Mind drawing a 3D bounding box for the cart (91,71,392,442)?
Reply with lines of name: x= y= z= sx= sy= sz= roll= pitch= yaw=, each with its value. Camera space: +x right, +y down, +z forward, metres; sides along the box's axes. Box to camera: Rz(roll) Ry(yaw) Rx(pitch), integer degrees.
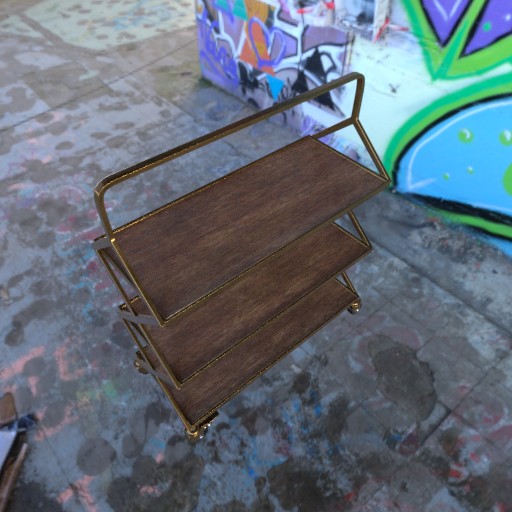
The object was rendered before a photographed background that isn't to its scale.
cart: x=0.000 y=0.000 z=1.175 sx=0.723 sy=0.805 sz=0.313 roll=-32 pitch=54 yaw=-27
